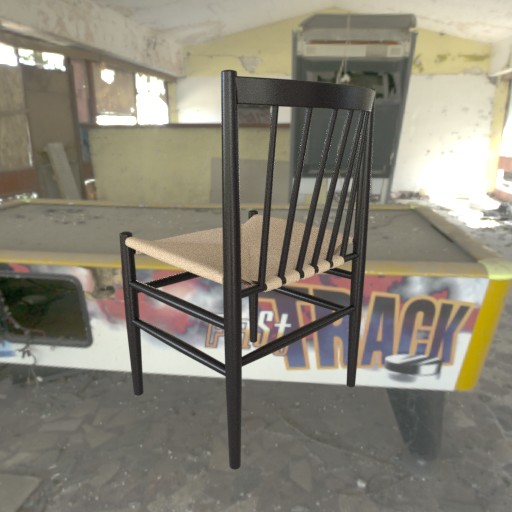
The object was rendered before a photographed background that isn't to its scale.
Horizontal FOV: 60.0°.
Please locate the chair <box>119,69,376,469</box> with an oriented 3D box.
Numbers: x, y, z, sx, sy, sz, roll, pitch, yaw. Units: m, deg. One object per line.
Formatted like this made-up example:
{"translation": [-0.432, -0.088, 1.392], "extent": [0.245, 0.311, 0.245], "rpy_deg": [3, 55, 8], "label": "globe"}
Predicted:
{"translation": [0.000, 0.000, 1.138], "extent": [0.516, 0.818, 0.495], "rpy_deg": [15, 21, 43], "label": "chair"}
